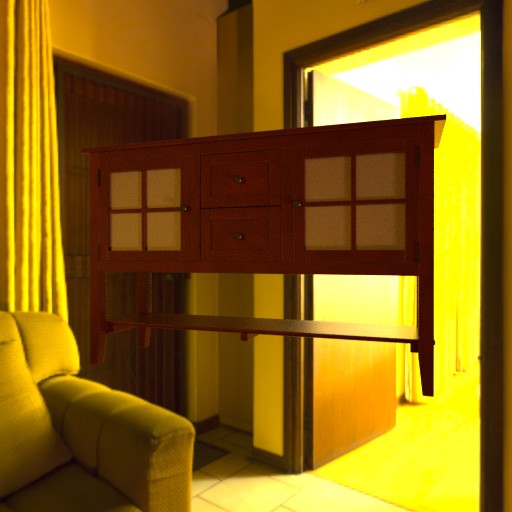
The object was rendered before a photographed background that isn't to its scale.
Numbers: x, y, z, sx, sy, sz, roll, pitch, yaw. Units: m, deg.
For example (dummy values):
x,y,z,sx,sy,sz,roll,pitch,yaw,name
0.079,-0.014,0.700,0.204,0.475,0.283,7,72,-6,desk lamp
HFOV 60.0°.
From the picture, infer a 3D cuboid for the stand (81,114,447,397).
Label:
x,y,z,sx,sy,sz,roll,pitch,yaw,name
0.000,0.000,1.755,1.362,0.872,0.410,0,0,19,stand
